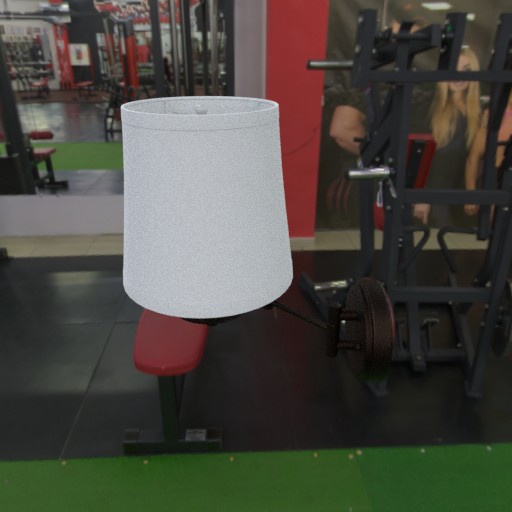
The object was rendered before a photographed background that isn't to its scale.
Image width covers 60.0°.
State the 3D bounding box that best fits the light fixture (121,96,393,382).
[{"bbox_3d":[0.000,0.000,0.263,0.157,0.172,0.100,0,25,0],"label":"light fixture"}]
